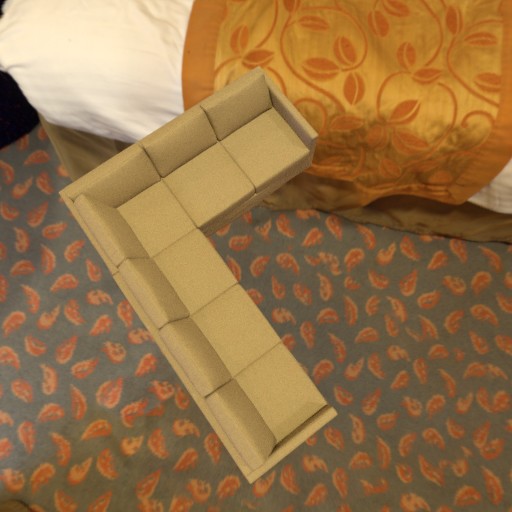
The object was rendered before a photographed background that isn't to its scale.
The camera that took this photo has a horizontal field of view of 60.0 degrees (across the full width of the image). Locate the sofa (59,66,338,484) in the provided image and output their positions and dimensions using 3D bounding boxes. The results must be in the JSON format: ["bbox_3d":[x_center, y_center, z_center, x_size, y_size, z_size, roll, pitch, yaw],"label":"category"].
[{"bbox_3d":[0.000,0.000,4.350,2.432,0.871,3.182,-35,78,-9],"label":"sofa"}]
